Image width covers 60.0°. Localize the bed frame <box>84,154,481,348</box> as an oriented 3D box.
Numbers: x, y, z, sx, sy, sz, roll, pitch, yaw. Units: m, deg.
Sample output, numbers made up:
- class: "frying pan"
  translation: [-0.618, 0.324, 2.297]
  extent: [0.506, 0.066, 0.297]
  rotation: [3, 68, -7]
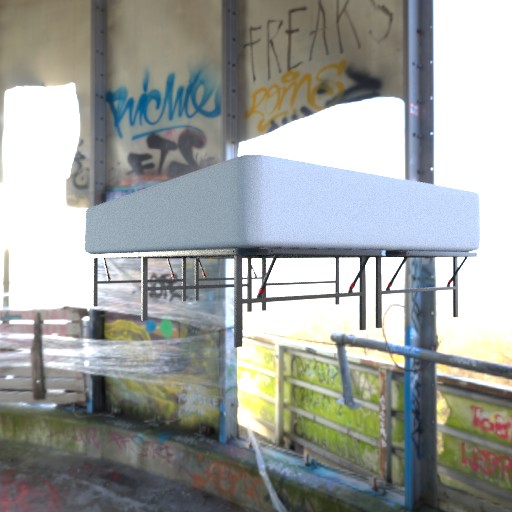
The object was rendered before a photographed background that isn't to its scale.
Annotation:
- class: "bed frame"
  translation: [0.000, 0.000, 2.720]
  extent: [1.528, 0.677, 2.037]
  rotation: [0, -1, -36]
